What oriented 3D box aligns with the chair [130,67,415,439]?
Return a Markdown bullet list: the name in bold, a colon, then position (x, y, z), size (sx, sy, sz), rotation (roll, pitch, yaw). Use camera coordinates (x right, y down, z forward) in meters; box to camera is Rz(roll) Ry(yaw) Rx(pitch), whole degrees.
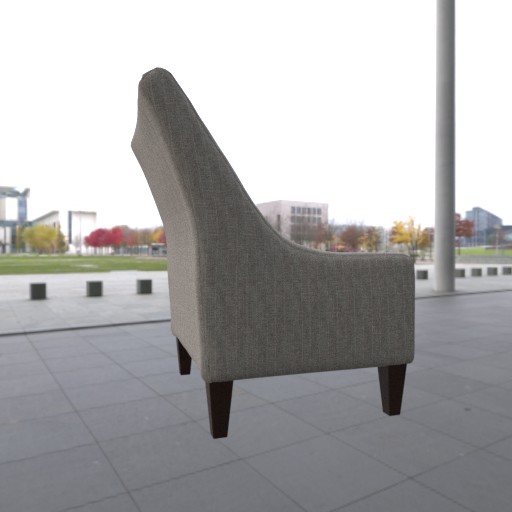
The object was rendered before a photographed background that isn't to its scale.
- **chair**: position (0.000, 0.000, 1.637), size (0.870, 1.014, 0.774), rotation (0, 1, -17)
